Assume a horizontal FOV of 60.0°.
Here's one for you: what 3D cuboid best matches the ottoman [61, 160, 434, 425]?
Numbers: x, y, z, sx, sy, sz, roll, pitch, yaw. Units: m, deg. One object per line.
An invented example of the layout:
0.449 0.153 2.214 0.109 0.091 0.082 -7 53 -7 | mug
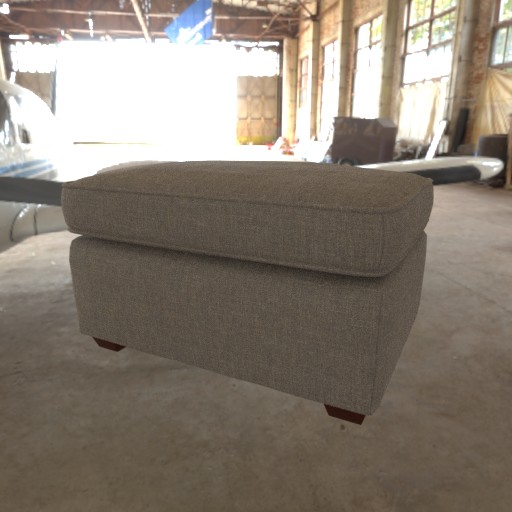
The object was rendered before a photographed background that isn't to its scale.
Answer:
0.000 0.000 1.107 0.762 0.457 0.559 8 18 26 | ottoman
